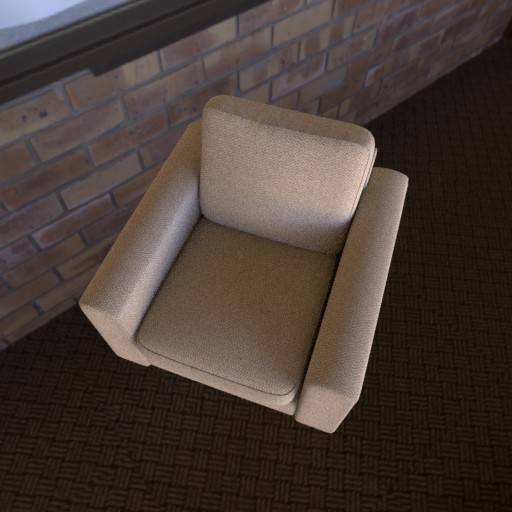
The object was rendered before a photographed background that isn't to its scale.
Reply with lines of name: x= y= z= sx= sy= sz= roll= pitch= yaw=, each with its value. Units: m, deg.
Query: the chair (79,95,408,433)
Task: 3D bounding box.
chair: x=0.000 y=0.000 z=1.786 sx=1.005 sy=0.873 sz=1.016 roll=17 pitch=60 yaw=10
